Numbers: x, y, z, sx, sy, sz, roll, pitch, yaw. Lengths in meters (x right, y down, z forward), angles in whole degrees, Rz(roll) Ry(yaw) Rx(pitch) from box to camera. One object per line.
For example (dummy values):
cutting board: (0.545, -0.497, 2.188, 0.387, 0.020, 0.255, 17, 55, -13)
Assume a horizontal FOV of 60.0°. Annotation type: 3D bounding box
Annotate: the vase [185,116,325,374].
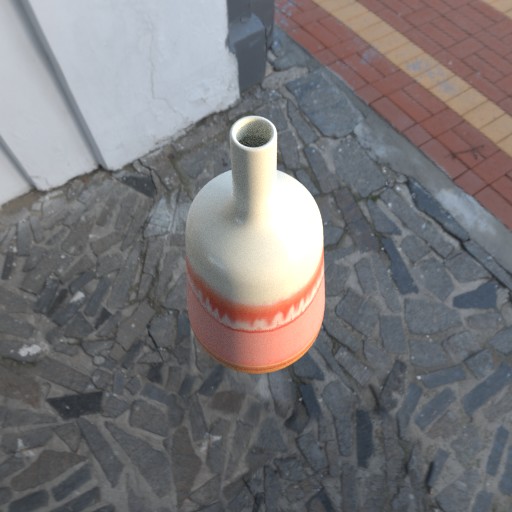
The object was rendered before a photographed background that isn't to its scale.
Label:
vase: (0.000, 0.000, 0.375, 0.144, 0.296, 0.144, 0, 63, 0)
